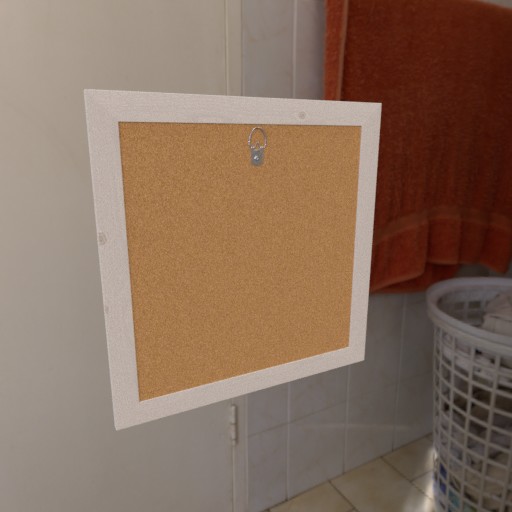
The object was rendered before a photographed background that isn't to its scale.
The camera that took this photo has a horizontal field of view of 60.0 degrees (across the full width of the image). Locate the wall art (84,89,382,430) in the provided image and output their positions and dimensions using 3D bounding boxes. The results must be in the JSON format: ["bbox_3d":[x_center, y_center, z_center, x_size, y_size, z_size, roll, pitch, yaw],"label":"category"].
[{"bbox_3d":[0.000,0.000,0.855,0.572,0.577,0.015,-8,16,-26],"label":"wall art"}]
